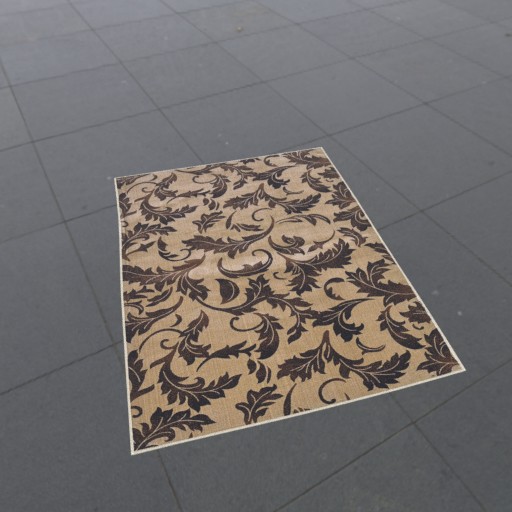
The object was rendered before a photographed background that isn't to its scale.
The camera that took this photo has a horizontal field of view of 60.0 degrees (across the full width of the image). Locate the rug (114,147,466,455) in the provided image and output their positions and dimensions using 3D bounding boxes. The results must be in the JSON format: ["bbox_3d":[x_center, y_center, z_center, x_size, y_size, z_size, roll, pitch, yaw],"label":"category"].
[{"bbox_3d":[0.000,0.000,3.963,2.380,0.008,2.977,-11,48,-10],"label":"rug"}]
